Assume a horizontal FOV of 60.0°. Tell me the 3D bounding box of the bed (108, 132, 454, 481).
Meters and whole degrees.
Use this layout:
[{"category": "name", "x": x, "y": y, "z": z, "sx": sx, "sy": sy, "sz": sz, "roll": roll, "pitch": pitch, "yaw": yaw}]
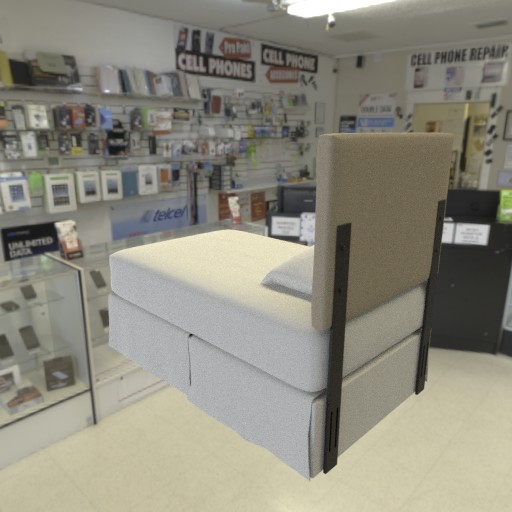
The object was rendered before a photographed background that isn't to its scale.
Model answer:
[{"category": "bed", "x": 0.000, "y": 0.000, "z": 2.926, "sx": 1.261, "sy": 1.571, "sz": 1.997, "roll": -15, "pitch": 22, "yaw": -43}]
